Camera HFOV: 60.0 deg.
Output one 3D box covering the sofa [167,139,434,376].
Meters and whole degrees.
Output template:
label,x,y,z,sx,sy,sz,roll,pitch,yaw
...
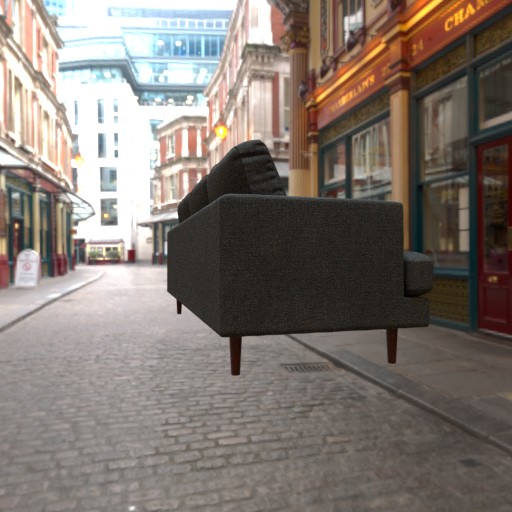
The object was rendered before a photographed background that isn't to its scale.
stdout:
label,x,y,z,sx,sy,sz,roll,pitch,yaw
sofa,0.000,0.000,2.750,0.903,0.930,2.246,0,0,-16
